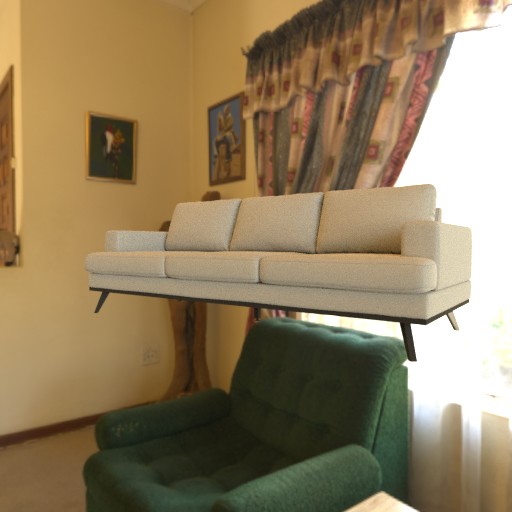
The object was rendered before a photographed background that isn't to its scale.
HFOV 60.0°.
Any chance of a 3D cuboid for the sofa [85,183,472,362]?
[{"bbox_3d":[0.000,0.000,2.766,2.310,0.810,0.920,1,2,36],"label":"sofa"}]
